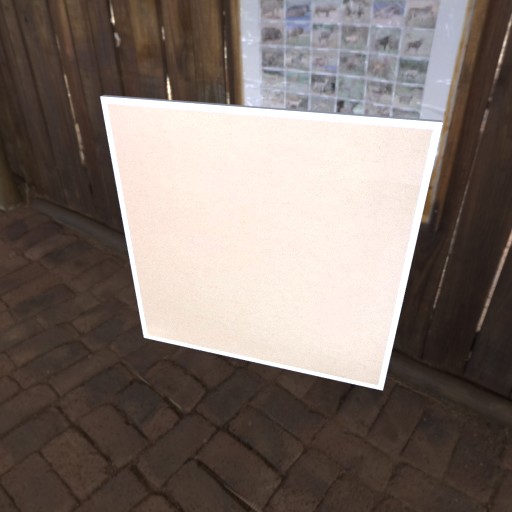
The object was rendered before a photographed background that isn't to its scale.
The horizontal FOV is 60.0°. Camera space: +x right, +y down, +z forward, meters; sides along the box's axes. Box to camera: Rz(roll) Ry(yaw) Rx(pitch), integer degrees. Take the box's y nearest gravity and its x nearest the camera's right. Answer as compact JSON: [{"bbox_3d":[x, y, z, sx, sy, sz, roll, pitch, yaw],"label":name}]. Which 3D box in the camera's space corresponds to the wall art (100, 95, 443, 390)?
[{"bbox_3d":[0.000,0.000,0.851,0.557,0.557,0.012,9,33,14],"label":"wall art"}]
